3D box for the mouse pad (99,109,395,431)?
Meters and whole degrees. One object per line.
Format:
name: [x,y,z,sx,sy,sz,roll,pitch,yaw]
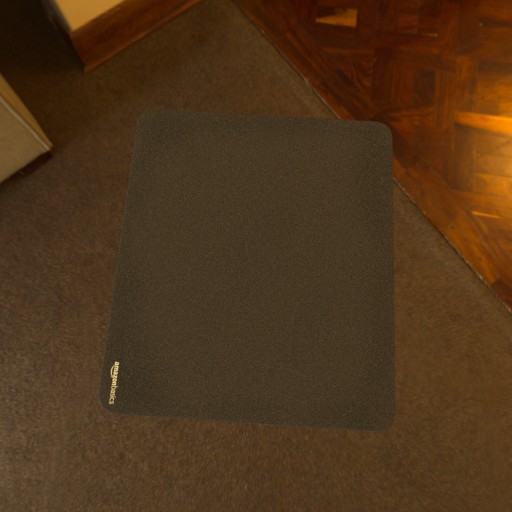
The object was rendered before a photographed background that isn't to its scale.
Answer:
mouse pad: [0.000,0.000,0.634,0.393,0.002,0.451,4,76,1]
